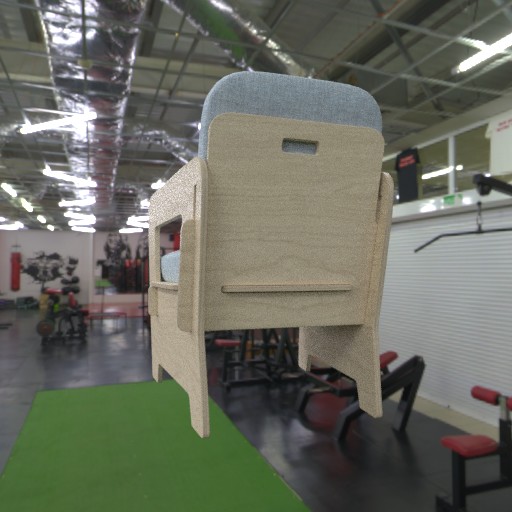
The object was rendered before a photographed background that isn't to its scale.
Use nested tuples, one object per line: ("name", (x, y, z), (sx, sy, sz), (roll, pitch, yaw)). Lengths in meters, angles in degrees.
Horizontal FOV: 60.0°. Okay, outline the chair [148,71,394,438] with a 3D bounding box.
("chair", (0.000, 0.000, 1.306), (0.590, 0.800, 0.710), (1, -2, -18))
